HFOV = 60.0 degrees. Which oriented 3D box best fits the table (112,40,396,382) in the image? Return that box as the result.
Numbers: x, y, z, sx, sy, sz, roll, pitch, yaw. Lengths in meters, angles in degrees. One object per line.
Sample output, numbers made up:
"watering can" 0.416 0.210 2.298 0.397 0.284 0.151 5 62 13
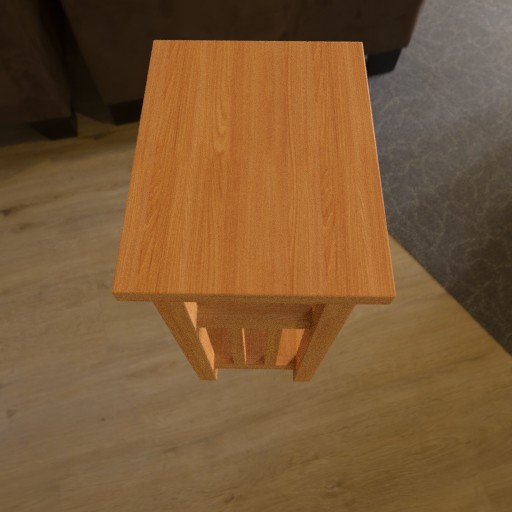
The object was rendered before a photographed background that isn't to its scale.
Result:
"table" 0.000 0.000 0.742 0.270 0.550 0.350 1 64 0
